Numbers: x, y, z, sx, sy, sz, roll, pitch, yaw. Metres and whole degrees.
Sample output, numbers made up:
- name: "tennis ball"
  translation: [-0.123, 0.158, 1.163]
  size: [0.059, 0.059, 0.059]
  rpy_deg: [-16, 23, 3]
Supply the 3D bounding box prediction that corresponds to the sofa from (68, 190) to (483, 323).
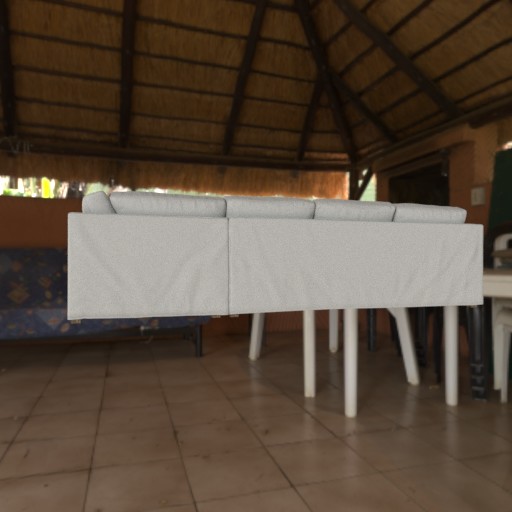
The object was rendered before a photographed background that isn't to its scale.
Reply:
- name: "sofa"
  translation: [0.000, 0.000, 4.316]
  size: [3.182, 0.871, 2.432]
  rpy_deg: [0, 0, -17]
